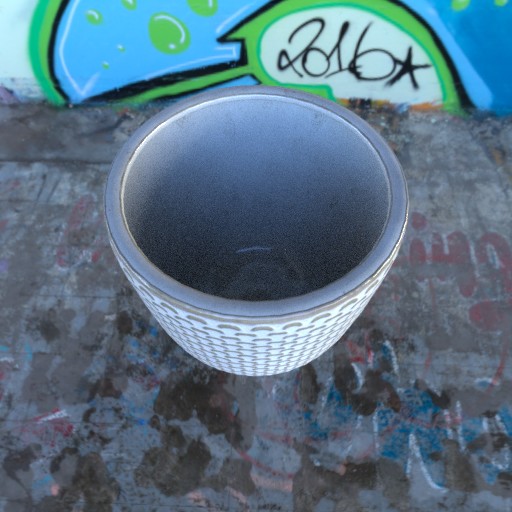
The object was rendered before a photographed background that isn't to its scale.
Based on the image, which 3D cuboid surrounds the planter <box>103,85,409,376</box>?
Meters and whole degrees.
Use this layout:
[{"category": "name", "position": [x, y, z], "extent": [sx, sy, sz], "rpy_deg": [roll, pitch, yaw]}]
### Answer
[{"category": "planter", "position": [0.000, 0.000, 0.316], "extent": [0.173, 0.160, 0.173], "rpy_deg": [0, 58, 0]}]
